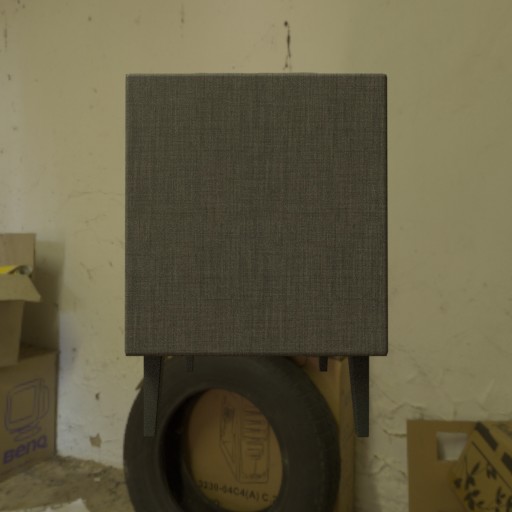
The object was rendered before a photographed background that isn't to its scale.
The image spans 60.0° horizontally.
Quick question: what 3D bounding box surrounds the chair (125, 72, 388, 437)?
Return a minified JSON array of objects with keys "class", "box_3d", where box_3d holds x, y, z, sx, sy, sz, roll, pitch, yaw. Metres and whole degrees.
[{"class":"chair","box_3d":[0.000,0.000,1.434,0.655,0.891,0.771,0,-1,0]}]
